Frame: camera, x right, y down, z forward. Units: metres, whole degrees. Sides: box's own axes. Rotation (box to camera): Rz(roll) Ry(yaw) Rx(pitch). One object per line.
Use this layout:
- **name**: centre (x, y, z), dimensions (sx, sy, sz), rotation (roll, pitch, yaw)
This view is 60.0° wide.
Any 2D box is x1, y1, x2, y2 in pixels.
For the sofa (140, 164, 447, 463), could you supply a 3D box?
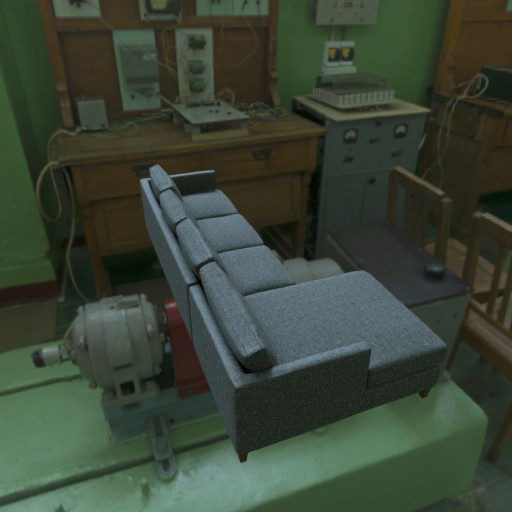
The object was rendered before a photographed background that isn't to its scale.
- **sofa**: centre (0.000, 0.000, 4.246), dimensions (1.635, 0.960, 3.485), rotation (-12, 33, -18)
